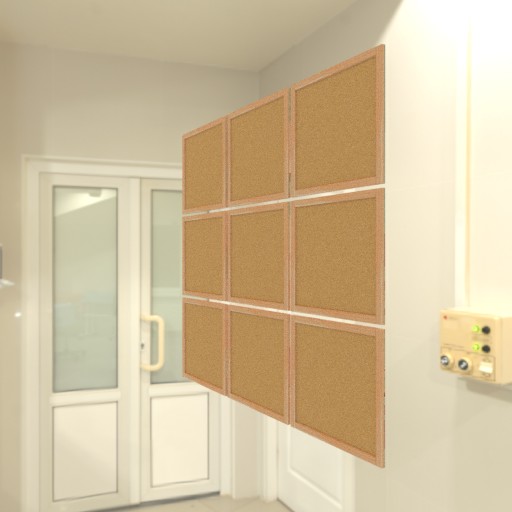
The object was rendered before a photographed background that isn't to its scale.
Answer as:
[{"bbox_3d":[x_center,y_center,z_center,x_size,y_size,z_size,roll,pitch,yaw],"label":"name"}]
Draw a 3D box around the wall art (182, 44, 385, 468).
[{"bbox_3d":[0.000,0.000,1.759,0.013,1.220,1.216,0,0,-37],"label":"wall art"}]
